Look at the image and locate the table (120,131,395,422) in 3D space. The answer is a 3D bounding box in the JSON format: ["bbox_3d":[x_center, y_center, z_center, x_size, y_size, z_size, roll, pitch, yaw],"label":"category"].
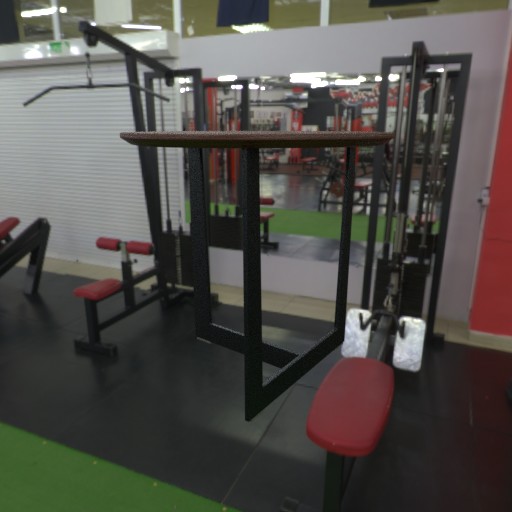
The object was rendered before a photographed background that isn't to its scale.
[{"bbox_3d":[0.000,0.000,0.885,0.494,0.476,0.477,8,18,25],"label":"table"}]
